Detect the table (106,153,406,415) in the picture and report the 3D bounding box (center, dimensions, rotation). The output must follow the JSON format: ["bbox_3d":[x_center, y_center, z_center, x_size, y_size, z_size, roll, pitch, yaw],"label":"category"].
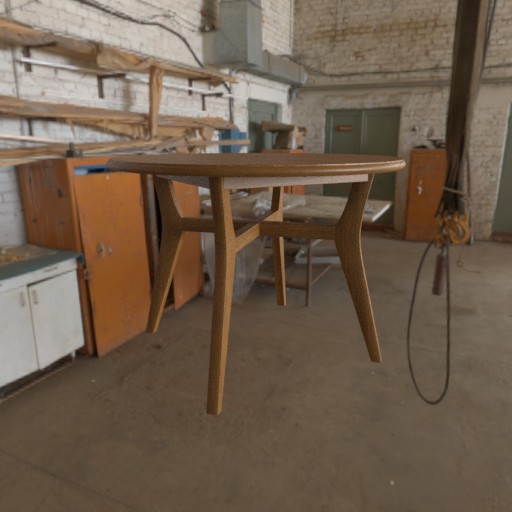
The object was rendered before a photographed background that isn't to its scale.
[{"bbox_3d":[0.000,0.000,1.735,1.055,0.757,1.055,0,15,0],"label":"table"}]
